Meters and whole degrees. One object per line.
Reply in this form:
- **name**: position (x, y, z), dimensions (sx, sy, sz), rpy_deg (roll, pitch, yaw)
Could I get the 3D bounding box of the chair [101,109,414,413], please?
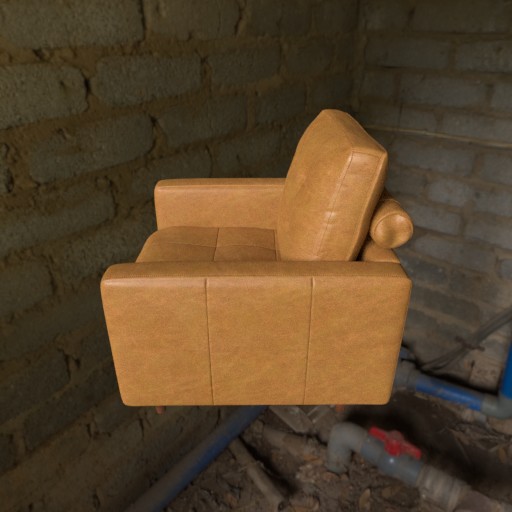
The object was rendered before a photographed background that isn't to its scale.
- **chair**: position (0.000, 0.000, 1.531), dimensions (0.868, 0.896, 0.831), rpy_deg (0, 28, 0)
